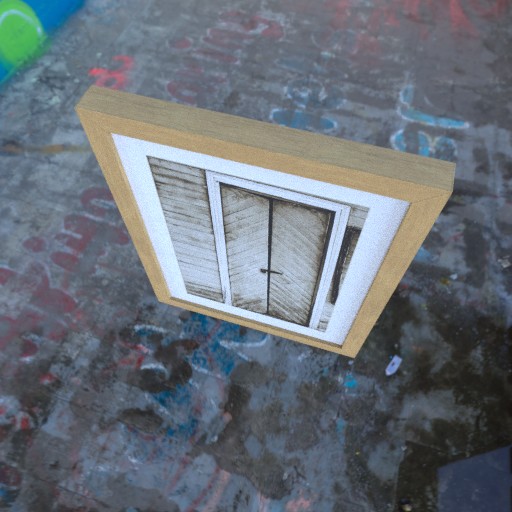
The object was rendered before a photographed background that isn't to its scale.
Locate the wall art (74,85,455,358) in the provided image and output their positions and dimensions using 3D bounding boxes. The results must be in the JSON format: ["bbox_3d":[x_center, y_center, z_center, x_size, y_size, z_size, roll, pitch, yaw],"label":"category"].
[{"bbox_3d":[0.000,0.000,0.519,0.312,0.380,0.030,15,60,9],"label":"wall art"}]
